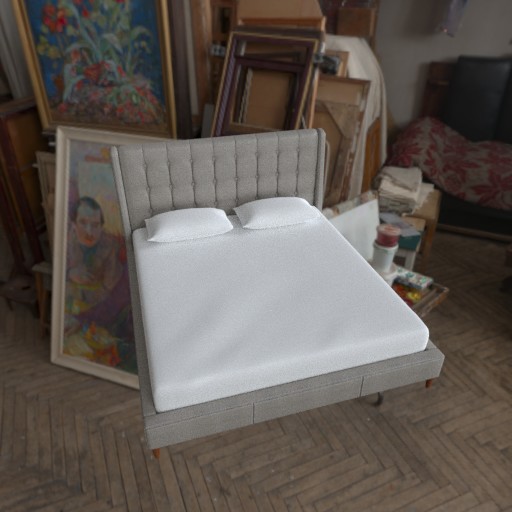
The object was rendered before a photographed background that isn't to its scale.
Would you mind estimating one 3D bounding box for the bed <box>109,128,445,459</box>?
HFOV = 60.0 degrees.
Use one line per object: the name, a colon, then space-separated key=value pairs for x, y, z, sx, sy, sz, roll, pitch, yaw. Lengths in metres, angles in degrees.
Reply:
bed: x=0.000 y=0.000 z=3.608 sx=2.062 sy=1.289 sz=2.342 roll=-9 pitch=33 yaw=-14
